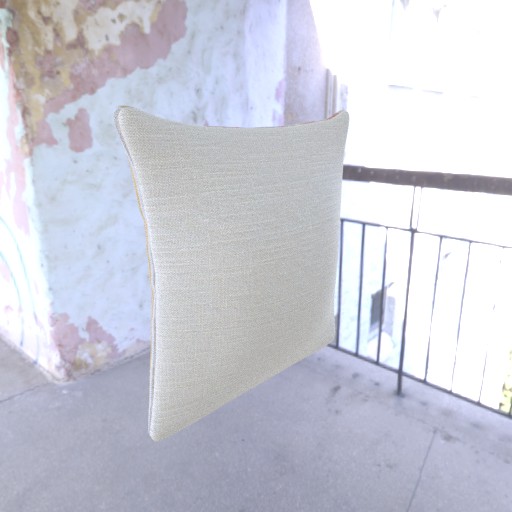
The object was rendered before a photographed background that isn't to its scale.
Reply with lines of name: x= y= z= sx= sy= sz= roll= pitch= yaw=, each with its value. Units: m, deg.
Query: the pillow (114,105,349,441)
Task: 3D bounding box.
pillow: x=0.000 y=0.000 z=0.703 sx=0.191 sy=0.449 sz=0.451 roll=16 pitch=23 yaw=42
